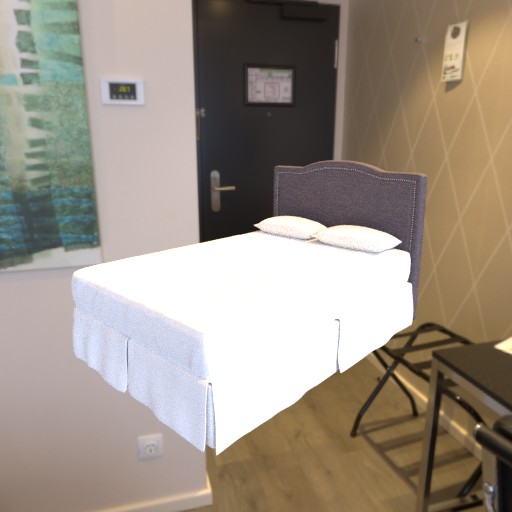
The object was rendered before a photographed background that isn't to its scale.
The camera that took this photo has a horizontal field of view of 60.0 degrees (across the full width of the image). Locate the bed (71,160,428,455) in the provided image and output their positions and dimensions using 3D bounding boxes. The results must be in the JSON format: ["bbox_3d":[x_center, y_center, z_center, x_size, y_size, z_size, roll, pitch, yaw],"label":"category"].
[{"bbox_3d":[0.000,0.000,3.593,1.741,1.441,2.507,14,20,42],"label":"bed"}]
